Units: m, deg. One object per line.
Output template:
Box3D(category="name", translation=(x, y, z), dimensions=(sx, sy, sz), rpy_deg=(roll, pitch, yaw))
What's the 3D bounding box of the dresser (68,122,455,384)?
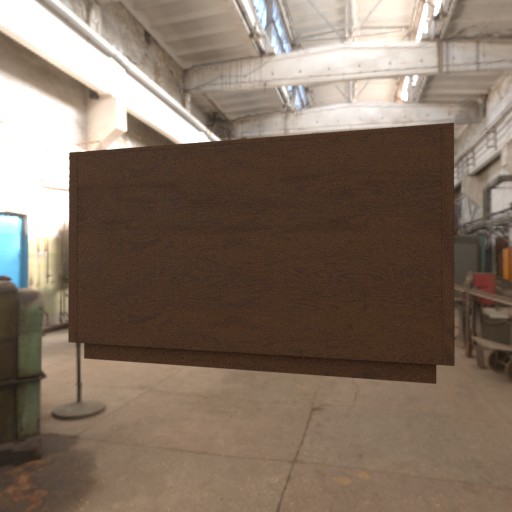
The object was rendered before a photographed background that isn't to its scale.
Box3D(category="dresser", translation=(0.000, 0.000, 1.935), dimensions=(1.523, 0.889, 0.512), rpy_deg=(0, 0, 16))
